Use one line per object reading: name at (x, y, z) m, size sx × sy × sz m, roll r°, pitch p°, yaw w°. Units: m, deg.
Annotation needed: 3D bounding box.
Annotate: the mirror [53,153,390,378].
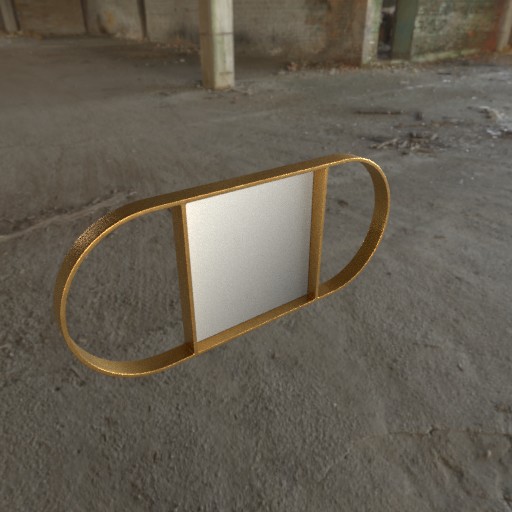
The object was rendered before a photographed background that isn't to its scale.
mirror at (0.000, 0.000, 0.681) m, size 0.584 × 0.254 × 0.032 m, roll -20°, pitch 35°, yaw -31°
